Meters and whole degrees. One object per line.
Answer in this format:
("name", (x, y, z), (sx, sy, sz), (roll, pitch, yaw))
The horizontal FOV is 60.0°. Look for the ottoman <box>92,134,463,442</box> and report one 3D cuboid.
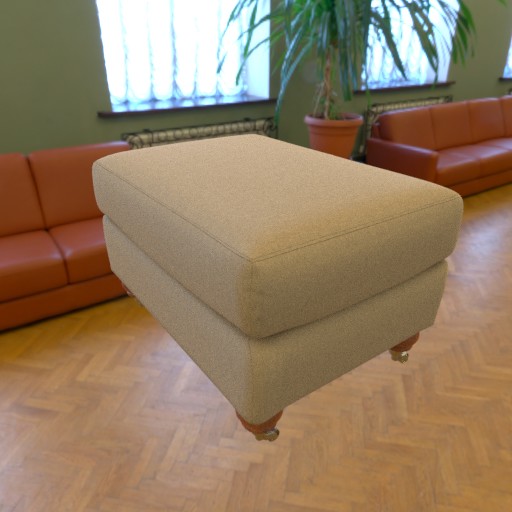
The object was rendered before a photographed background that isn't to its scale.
("ottoman", (0.000, 0.000, 1.133), (0.574, 0.497, 0.773), (-18, 31, -31))
